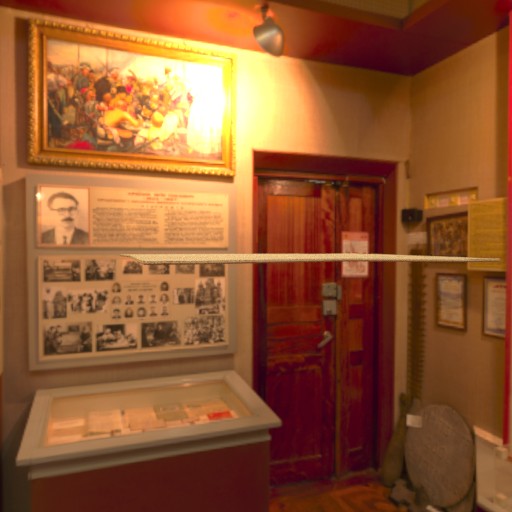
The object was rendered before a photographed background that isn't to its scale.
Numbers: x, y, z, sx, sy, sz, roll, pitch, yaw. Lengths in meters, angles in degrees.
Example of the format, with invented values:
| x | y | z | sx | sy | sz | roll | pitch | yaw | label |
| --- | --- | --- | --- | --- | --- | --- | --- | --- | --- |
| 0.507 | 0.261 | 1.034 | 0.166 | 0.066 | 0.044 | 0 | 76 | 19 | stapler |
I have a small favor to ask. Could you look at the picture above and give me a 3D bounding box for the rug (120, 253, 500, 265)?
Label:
| x | y | z | sx | sy | sz | roll | pitch | yaw | label |
| --- | --- | --- | --- | --- | --- | --- | --- | --- | --- |
| 0.000 | 0.000 | 2.838 | 1.596 | 0.030 | 2.283 | 0 | 1 | -19 | rug |
